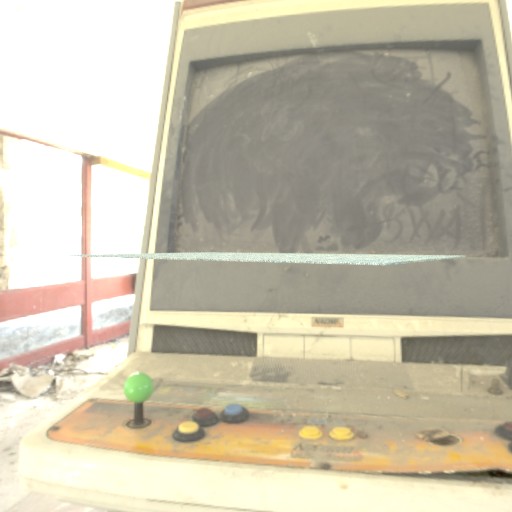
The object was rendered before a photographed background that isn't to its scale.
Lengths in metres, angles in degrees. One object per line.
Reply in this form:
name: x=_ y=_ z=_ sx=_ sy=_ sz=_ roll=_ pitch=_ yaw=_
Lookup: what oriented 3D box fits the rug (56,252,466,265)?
rug: x=0.000 y=0.000 z=2.255 sx=1.752 sy=0.006 sz=1.142 roll=1 pitch=2 yaw=36
